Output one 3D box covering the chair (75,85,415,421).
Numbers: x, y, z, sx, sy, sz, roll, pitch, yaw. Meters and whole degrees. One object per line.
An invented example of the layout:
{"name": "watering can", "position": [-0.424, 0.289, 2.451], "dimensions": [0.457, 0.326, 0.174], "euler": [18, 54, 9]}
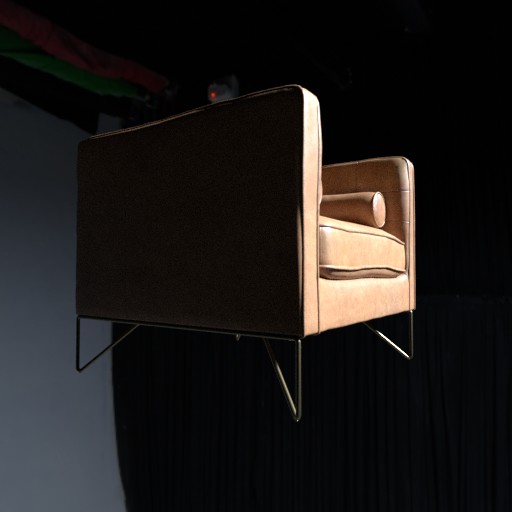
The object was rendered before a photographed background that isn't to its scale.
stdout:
{"name": "chair", "position": [0.000, 0.000, 1.626], "dimensions": [0.912, 0.797, 0.920], "euler": [-1, -2, 35]}
